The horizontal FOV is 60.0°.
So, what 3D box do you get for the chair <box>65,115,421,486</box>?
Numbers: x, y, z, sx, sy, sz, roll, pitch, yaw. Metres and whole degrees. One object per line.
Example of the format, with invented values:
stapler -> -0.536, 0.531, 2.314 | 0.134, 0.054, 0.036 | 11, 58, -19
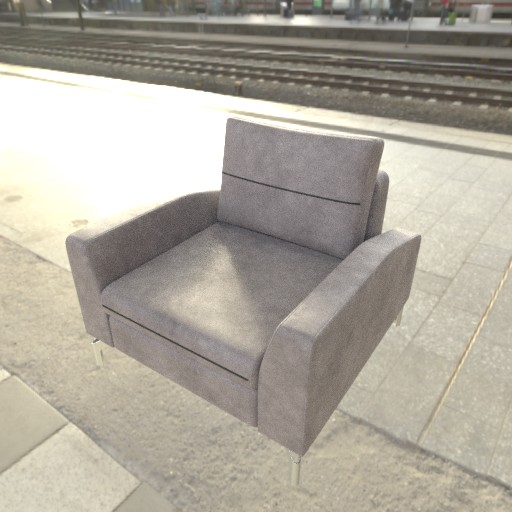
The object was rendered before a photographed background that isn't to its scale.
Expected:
chair -> 0.000, 0.000, 1.553 | 0.900, 0.800, 0.900 | 19, 35, 29
